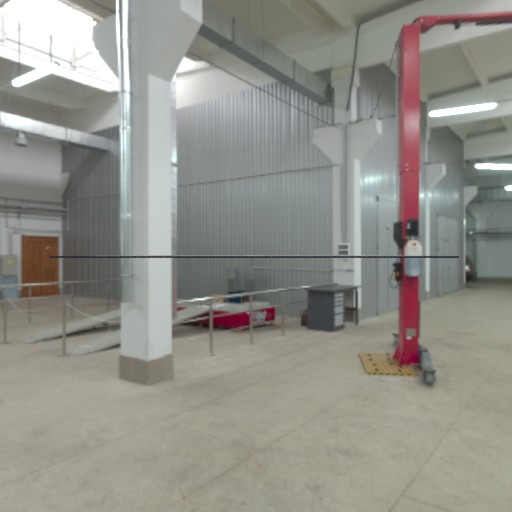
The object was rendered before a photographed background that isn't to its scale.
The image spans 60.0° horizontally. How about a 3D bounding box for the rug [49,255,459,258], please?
[{"bbox_3d":[0.000,0.000,2.851,1.630,0.009,2.232,0,0,1],"label":"rug"}]
